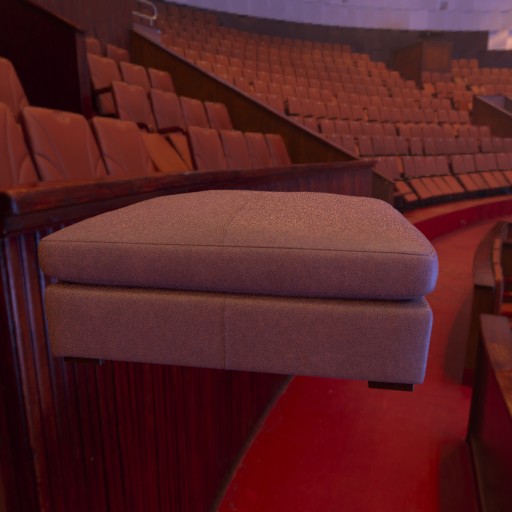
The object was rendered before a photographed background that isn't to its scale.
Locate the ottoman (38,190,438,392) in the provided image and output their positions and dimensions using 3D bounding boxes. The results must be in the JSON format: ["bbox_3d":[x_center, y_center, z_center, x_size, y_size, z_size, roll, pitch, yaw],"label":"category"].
[{"bbox_3d":[0.000,0.000,1.790,1.168,0.490,1.168,2,14,9],"label":"ottoman"}]
